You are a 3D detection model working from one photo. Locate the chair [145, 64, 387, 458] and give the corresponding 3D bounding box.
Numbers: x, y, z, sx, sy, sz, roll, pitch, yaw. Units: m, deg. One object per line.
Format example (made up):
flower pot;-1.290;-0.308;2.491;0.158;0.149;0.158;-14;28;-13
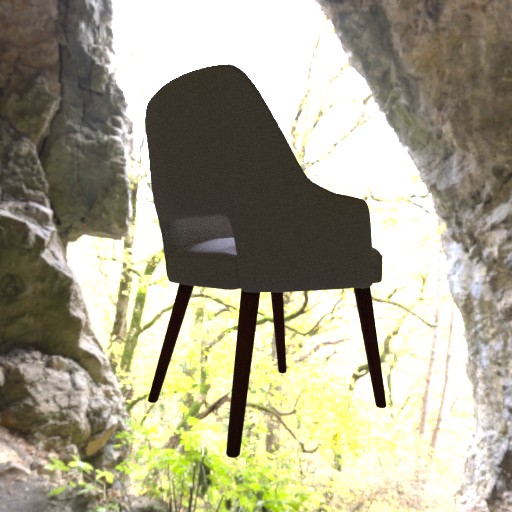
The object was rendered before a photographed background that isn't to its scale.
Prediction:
chair;0.000;0.000;1.233;0.580;0.840;0.560;-1;1;-37
